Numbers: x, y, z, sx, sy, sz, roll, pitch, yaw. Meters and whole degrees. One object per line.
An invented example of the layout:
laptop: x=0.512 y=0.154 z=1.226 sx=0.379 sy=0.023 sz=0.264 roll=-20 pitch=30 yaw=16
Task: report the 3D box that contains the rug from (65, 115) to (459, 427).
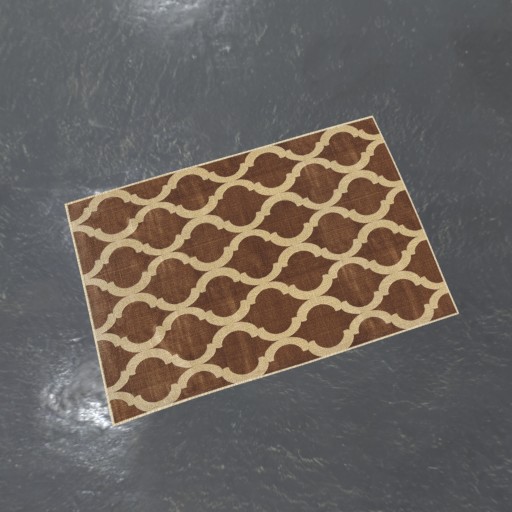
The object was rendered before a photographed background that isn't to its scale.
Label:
rug: x=0.000 y=0.000 z=2.948 sx=2.284 sy=0.008 sz=1.522 roll=-17 pitch=75 yaw=-5
